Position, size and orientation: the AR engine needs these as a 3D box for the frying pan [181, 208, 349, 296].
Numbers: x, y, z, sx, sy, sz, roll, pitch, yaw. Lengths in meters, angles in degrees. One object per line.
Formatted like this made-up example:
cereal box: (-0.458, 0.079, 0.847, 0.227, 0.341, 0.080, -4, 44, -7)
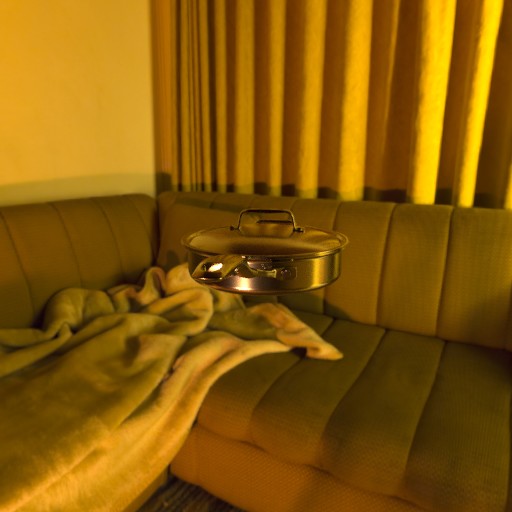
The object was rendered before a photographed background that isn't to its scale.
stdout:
frying pan: (0.000, 0.000, 0.653, 0.280, 0.114, 0.561, 2, 14, 8)
